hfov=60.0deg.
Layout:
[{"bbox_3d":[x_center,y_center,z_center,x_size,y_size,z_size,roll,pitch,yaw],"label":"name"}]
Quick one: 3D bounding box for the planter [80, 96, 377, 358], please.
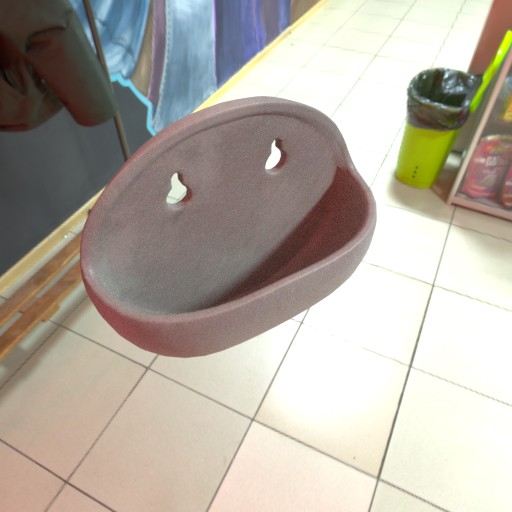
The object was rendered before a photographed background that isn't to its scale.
[{"bbox_3d":[0.000,0.000,0.265,0.190,0.164,0.073,-24,51,-21],"label":"planter"}]
